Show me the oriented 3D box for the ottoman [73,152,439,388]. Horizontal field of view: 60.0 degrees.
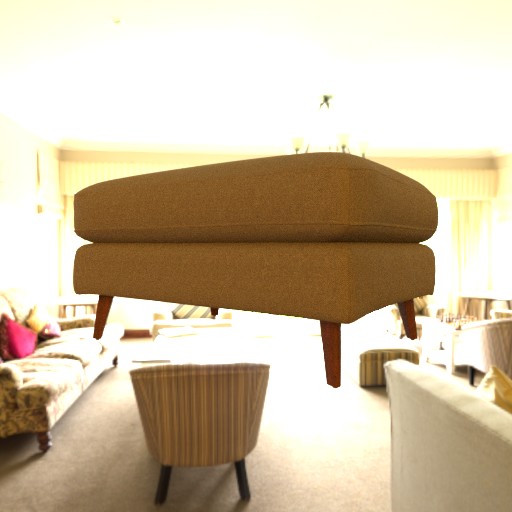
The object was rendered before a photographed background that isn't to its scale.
[{"bbox_3d":[0.000,0.000,1.172,0.811,0.449,0.608,1,2,35],"label":"ottoman"}]
